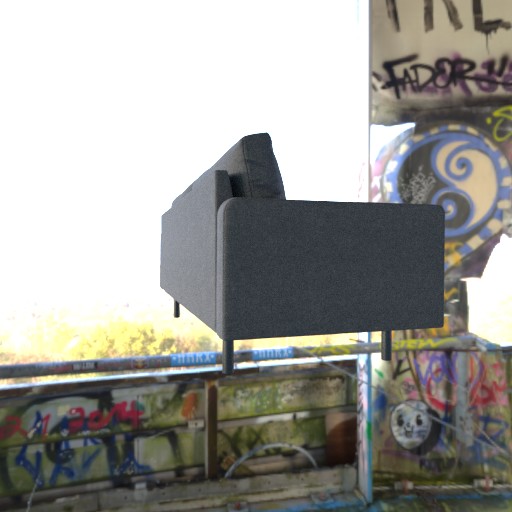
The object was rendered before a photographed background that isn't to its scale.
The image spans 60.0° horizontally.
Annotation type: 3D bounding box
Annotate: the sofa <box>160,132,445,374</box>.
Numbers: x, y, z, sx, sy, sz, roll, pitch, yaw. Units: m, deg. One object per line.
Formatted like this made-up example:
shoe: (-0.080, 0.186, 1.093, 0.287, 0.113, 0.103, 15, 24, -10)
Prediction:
sofa: (0.000, 0.000, 2.502, 0.880, 0.880, 2.100, 0, 1, -17)
